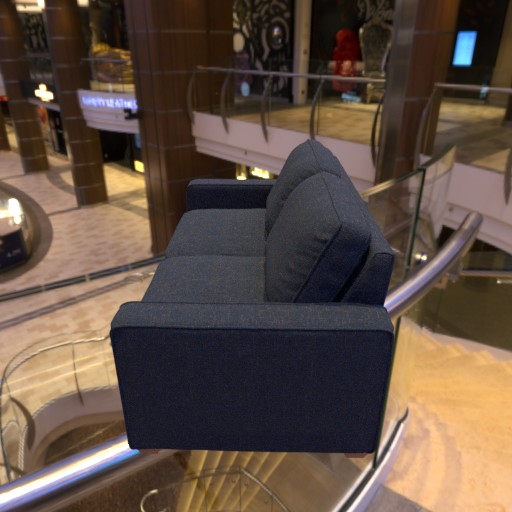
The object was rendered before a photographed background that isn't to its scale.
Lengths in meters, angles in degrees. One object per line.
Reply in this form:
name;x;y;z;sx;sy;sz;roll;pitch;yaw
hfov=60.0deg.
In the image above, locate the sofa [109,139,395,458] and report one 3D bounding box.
sofa;0.000;0.000;2.221;0.947;0.918;1.709;1;26;1
